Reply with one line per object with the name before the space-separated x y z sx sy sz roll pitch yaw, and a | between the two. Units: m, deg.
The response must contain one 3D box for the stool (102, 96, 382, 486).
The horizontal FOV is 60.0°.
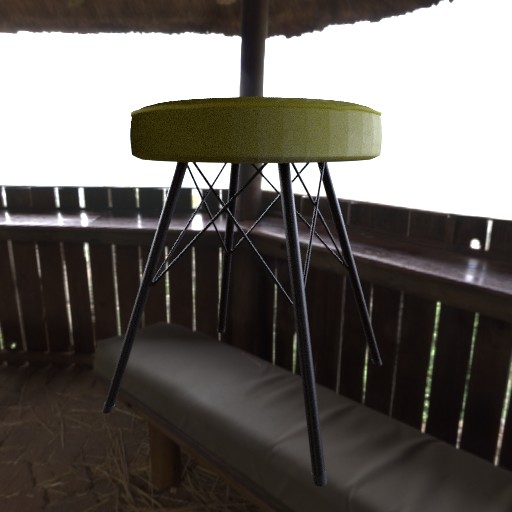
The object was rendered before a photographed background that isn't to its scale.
stool | 0.000 0.000 0.792 0.409 0.508 0.409 7 15 26
